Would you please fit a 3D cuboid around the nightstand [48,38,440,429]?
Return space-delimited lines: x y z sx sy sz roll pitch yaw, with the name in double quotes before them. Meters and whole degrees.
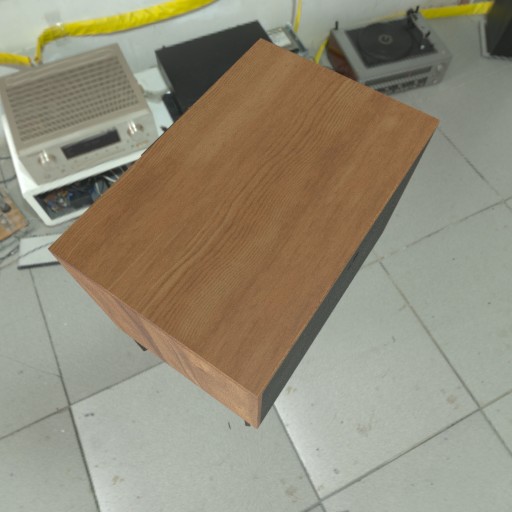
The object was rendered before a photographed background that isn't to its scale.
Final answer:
"nightstand" 0.000 0.000 1.051 0.427 0.615 0.613 31 67 15
